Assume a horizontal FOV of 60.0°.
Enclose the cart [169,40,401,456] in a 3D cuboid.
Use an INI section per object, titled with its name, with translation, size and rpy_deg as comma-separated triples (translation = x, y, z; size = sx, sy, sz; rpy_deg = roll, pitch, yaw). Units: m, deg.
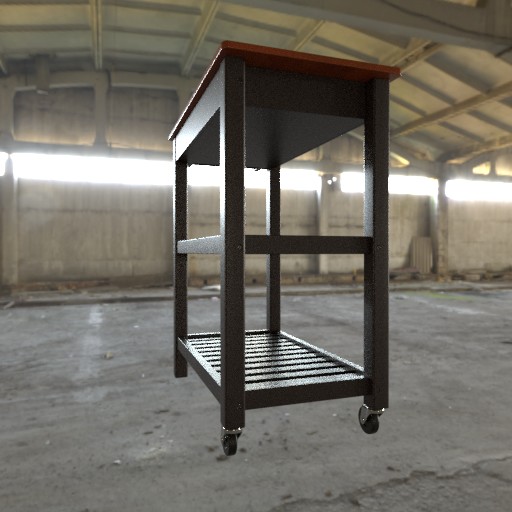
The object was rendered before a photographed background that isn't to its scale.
[cart]
translation = 0.000, 0.000, 1.442
size = 0.457, 0.927, 0.899
rpy_deg = 0, 1, -19
